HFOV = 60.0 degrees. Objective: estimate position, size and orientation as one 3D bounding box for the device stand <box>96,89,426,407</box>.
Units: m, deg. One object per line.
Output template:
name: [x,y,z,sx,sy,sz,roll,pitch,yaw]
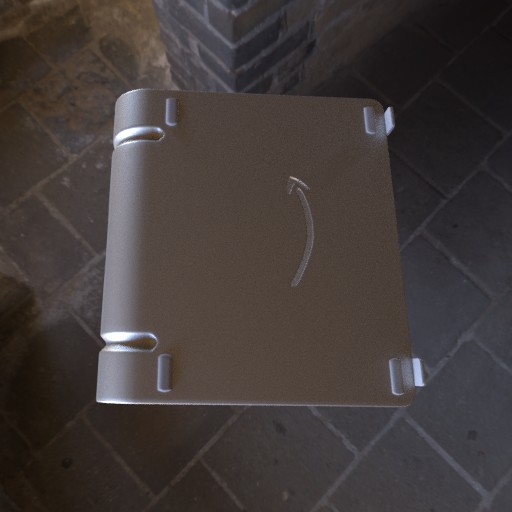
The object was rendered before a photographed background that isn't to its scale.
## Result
device stand: [0.000,0.000,0.396,0.236,0.155,0.256,-1,75,0]
